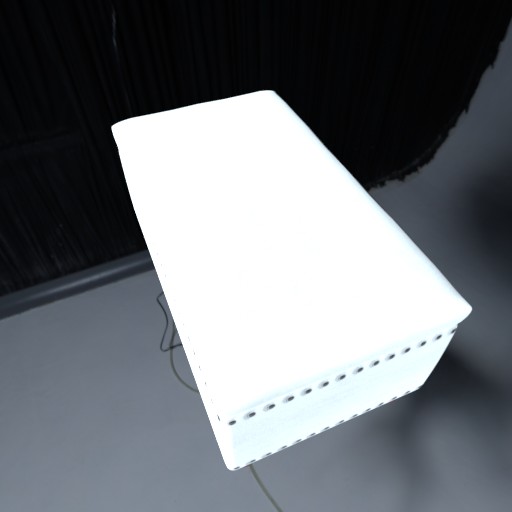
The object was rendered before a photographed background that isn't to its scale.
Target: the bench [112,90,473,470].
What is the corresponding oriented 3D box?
[{"bbox_3d":[0.000,0.000,1.165,0.500,0.449,0.887,-17,50,-15],"label":"bench"}]
